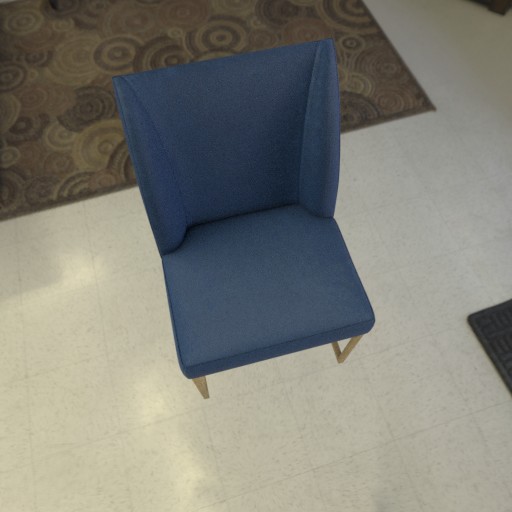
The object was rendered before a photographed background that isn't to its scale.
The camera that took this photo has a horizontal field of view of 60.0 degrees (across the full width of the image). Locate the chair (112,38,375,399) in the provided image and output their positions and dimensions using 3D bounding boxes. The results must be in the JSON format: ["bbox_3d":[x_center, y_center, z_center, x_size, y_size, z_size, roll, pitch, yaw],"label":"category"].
[{"bbox_3d":[0.000,0.000,1.180,0.508,0.863,0.522,-13,64,-7],"label":"chair"}]
